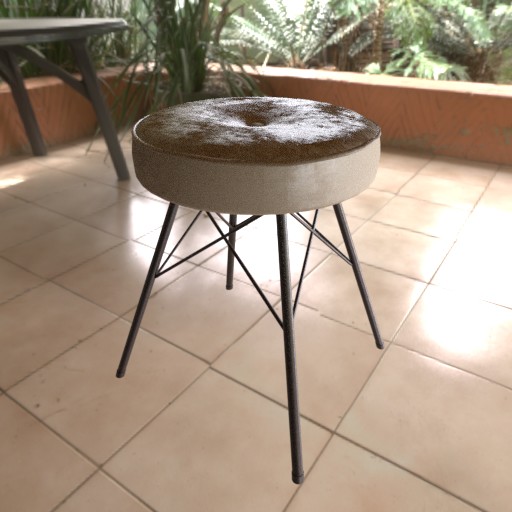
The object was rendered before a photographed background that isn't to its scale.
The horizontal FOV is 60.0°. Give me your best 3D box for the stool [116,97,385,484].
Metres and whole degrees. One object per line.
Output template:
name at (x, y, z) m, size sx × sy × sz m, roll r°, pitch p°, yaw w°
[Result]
stool at (0.000, 0.000, 0.864) m, size 0.457 × 0.538 × 0.423 m, roll 18°, pitch 35°, yaw 29°
